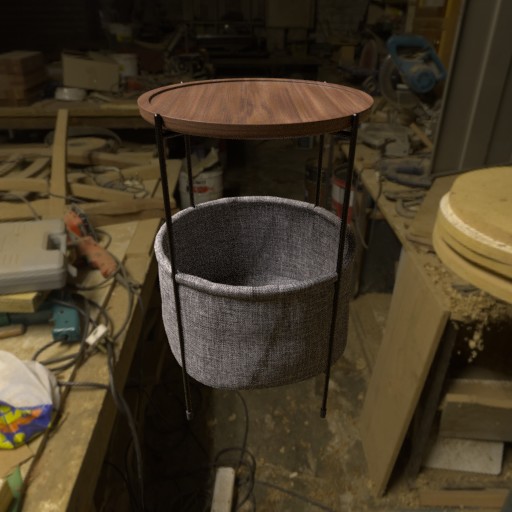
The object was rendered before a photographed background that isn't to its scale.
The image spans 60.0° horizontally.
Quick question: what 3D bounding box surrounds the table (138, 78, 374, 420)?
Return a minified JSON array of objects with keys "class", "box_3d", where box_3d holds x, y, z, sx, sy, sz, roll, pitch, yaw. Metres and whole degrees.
[{"class":"table","box_3d":[0.000,0.000,0.899,0.400,0.623,0.400,0,30,-1]}]
